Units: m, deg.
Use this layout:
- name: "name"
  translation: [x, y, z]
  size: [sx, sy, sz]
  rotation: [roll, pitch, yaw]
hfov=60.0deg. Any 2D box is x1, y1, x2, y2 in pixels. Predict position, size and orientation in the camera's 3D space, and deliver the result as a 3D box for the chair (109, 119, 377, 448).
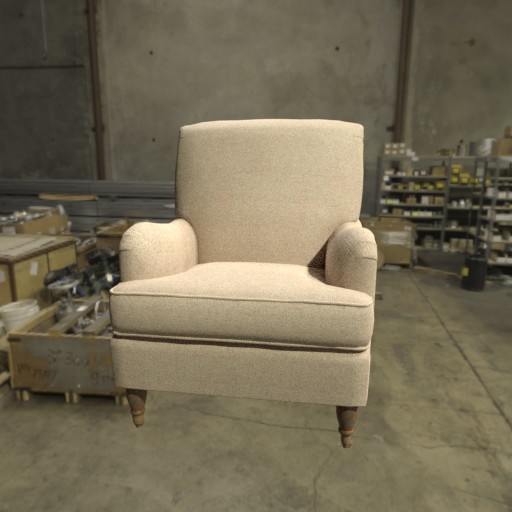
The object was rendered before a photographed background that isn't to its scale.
- name: "chair"
  translation: [0.000, 0.000, 1.783]
  size: [0.879, 1.119, 0.953]
  rotation: [2, 12, 9]
